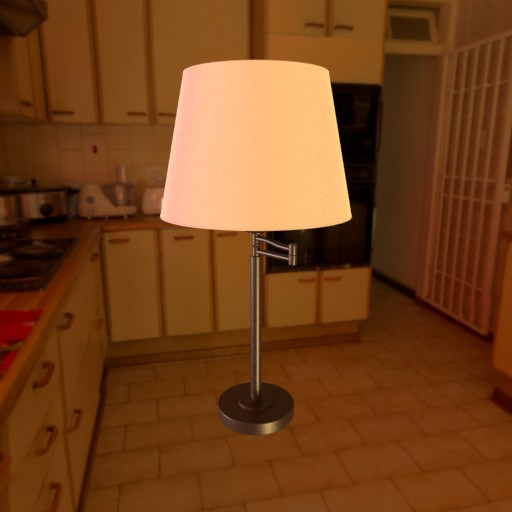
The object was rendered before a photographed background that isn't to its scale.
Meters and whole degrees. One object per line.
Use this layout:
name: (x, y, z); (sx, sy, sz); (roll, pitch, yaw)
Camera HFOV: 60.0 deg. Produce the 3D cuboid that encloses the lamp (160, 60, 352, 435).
lamp: (0.000, 0.000, 0.879); (0.363, 0.696, 0.363); (0, 14, 0)
